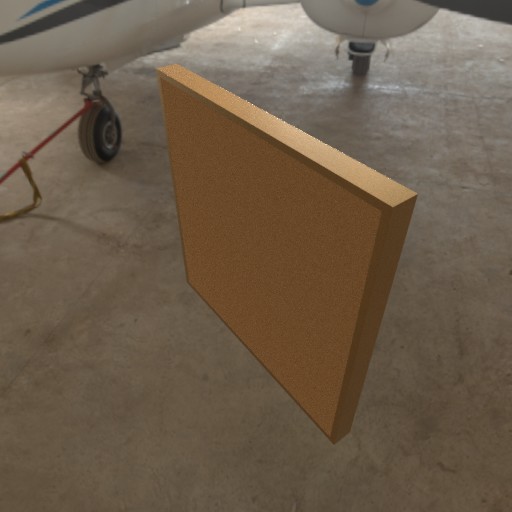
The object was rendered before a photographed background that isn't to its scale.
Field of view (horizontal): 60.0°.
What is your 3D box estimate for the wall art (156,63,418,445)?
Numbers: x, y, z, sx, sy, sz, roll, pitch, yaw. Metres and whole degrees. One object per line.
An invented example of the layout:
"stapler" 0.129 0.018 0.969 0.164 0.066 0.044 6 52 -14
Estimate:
"wall art" 0.000 0.000 0.774 0.040 0.509 0.509 -26 48 -27
